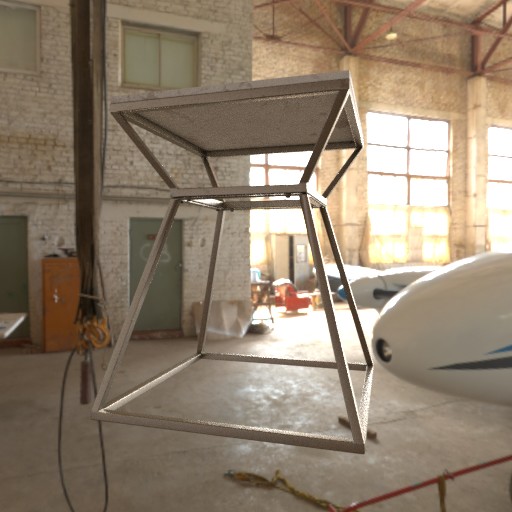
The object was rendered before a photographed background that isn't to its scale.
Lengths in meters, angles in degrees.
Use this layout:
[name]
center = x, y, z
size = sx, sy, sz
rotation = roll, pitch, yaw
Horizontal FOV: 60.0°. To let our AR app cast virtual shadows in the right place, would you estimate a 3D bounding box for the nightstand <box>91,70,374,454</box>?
[nightstand]
center = 0.000, 0.000, 0.905
size = 0.455, 0.554, 0.455
rotation = 0, 1, 16
